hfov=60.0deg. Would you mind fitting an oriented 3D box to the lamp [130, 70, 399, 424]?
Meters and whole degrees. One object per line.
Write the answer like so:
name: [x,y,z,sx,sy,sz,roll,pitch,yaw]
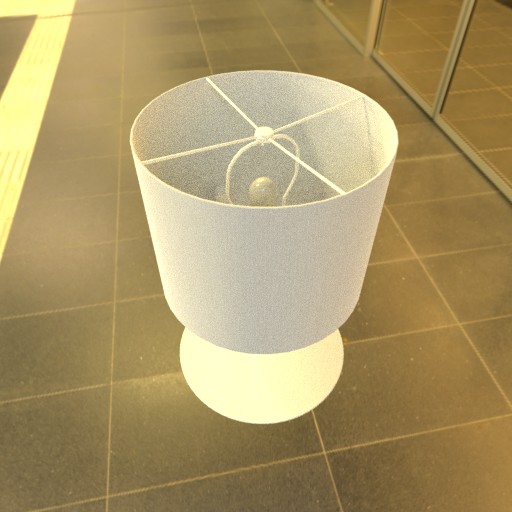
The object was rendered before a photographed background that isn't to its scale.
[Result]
lamp: [0.000,0.000,0.676,0.299,0.454,0.341,-23,50,-21]
